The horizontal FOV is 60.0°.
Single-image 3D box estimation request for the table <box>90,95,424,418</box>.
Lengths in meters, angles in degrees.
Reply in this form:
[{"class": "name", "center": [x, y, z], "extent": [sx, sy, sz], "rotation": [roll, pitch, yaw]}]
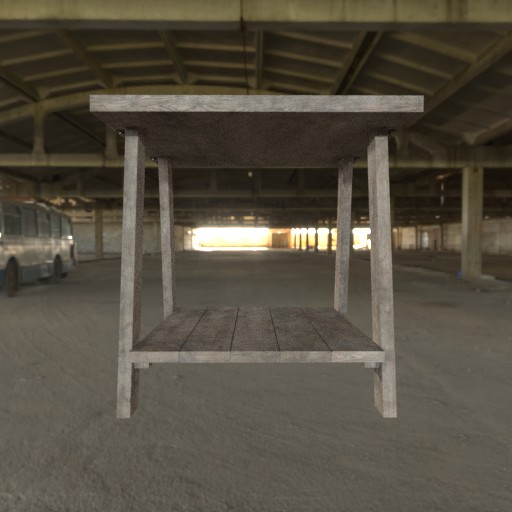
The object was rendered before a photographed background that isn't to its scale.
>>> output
[{"class": "table", "center": [0.000, 0.000, 1.123], "extent": [0.610, 0.610, 0.610], "rotation": [0, 2, 0]}]
